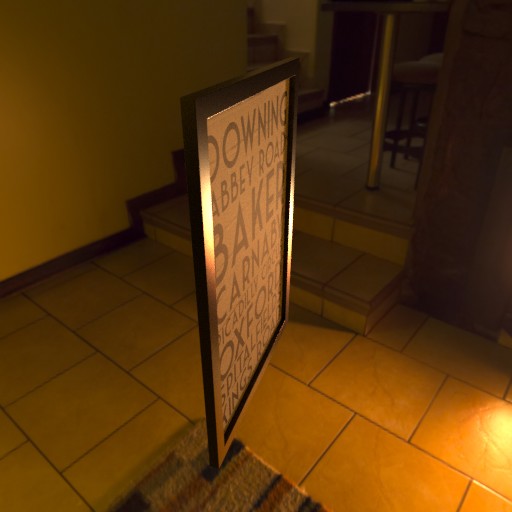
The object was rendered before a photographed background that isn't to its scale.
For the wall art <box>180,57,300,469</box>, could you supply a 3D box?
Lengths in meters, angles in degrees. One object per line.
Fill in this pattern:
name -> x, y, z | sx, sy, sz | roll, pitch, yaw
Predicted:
wall art -> 0.000, 0.000, 0.559 | 0.013, 0.432, 0.304 | 10, 31, 17
